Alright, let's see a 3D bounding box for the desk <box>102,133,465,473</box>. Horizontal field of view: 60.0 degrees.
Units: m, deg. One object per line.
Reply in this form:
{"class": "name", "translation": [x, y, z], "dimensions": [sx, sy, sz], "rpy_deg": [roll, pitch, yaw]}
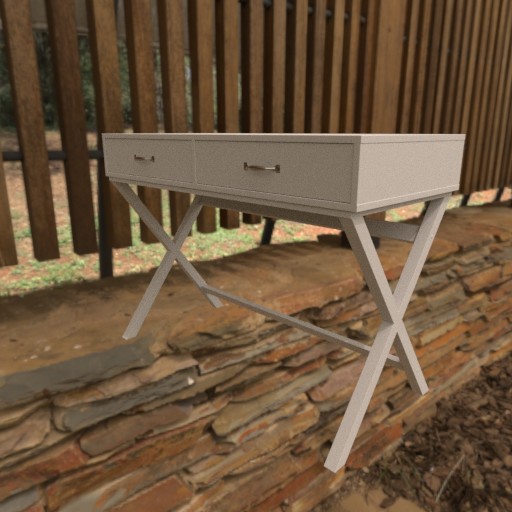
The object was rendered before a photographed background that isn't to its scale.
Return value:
{"class": "desk", "translation": [0.000, 0.000, 1.470], "dimensions": [0.525, 0.780, 1.057], "rpy_deg": [-15, 22, -43]}
